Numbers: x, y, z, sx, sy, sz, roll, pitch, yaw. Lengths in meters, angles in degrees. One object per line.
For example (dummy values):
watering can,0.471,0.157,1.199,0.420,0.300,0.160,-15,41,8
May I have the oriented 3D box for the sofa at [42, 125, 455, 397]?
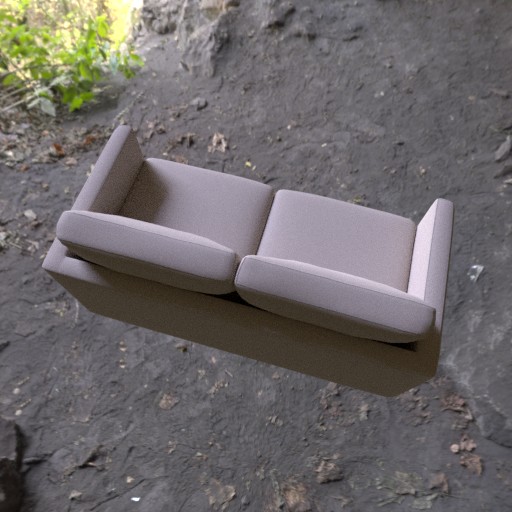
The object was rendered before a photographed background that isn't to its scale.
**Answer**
sofa,0.000,0.000,2.214,1.722,0.888,0.873,15,66,7
